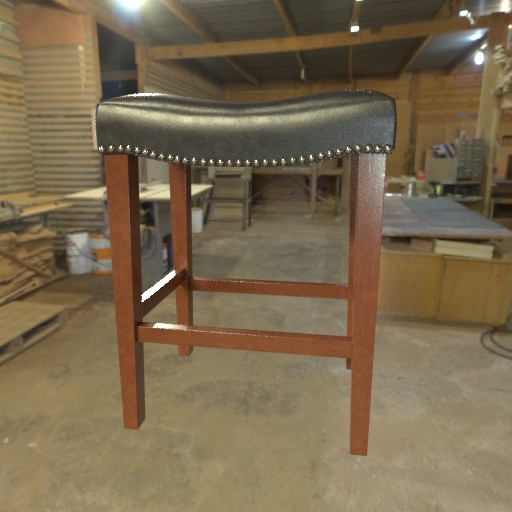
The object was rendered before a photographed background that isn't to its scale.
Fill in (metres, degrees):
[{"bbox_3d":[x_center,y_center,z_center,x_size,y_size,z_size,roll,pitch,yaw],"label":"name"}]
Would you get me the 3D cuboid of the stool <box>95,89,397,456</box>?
[{"bbox_3d":[0.000,0.000,0.951,0.504,0.654,0.372,2,14,10],"label":"stool"}]
